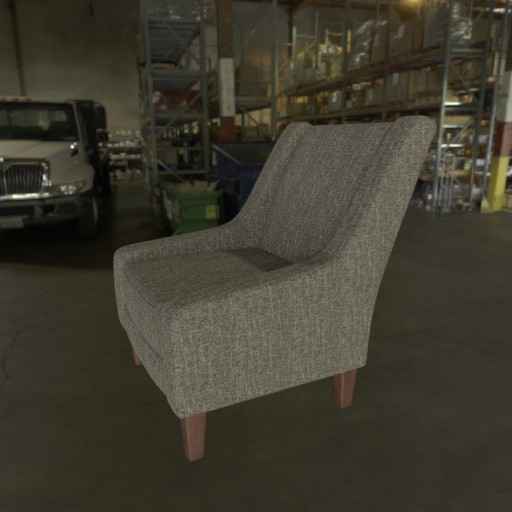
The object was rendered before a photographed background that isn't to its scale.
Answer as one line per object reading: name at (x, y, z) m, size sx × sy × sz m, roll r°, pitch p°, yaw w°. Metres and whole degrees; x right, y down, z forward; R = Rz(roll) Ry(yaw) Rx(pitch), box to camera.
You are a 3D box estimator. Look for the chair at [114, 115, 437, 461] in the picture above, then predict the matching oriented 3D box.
chair at (0.000, 0.000, 1.690) m, size 0.944 × 1.012 × 0.793 m, roll -8°, pitch 17°, yaw -27°
